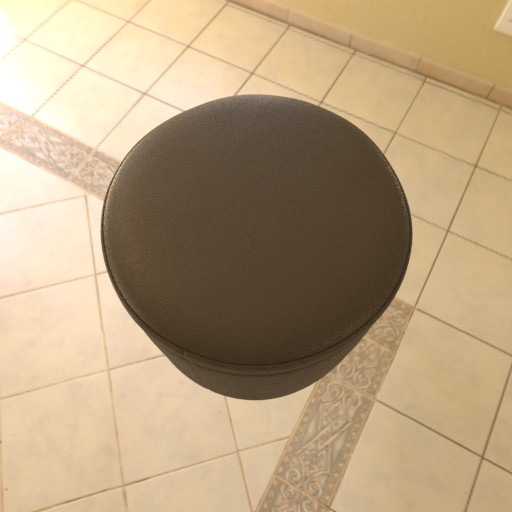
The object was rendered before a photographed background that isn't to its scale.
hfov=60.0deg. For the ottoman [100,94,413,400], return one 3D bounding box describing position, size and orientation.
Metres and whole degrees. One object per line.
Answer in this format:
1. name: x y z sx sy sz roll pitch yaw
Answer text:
1. ottoman: 0.000 0.000 0.861 0.500 0.409 0.500 0 65 0
